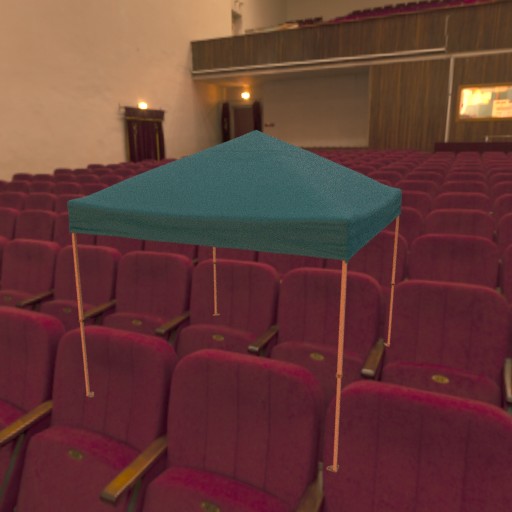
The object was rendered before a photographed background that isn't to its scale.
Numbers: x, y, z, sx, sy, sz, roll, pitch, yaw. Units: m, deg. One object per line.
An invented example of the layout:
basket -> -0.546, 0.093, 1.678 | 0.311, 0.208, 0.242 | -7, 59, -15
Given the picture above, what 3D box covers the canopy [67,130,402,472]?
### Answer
canopy -> 0.000, 0.000, 5.483 | 2.998, 2.997, 2.996 | 6, 15, 25
